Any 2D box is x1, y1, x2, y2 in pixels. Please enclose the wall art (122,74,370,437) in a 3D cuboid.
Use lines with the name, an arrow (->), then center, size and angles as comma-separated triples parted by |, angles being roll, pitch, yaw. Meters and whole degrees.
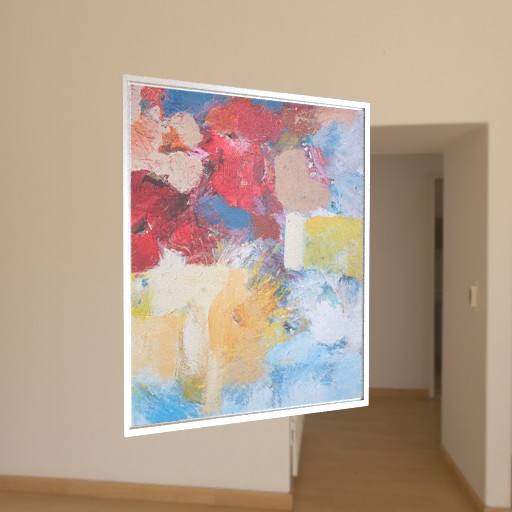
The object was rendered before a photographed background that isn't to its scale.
wall art -> 0.000, 0.000, 1.419 | 0.816, 1.046, 0.030 | 0, 1, -19
